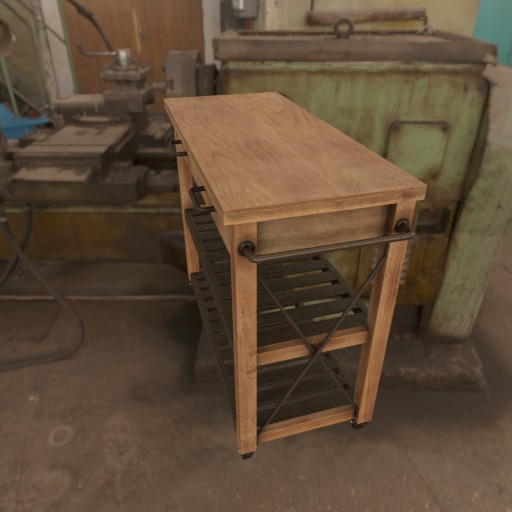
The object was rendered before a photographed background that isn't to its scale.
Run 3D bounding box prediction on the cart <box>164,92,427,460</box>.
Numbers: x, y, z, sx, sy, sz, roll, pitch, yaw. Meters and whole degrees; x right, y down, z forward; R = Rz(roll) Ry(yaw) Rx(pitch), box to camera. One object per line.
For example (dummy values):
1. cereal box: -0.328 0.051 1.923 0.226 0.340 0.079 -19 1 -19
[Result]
1. cart: 0.000 0.000 0.977 0.298 0.554 0.686 -9 32 -14
